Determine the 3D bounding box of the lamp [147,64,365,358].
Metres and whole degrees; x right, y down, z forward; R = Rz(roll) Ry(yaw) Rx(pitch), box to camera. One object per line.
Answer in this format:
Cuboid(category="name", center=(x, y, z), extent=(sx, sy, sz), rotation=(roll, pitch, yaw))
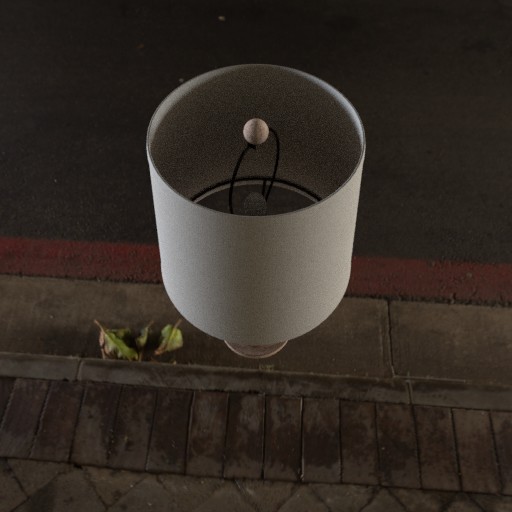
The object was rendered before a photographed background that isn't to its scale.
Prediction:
Cuboid(category="lamp", center=(0.000, 0.000, 0.644), extent=(0.273, 0.497, 0.273), rotation=(0, 58, 0))
